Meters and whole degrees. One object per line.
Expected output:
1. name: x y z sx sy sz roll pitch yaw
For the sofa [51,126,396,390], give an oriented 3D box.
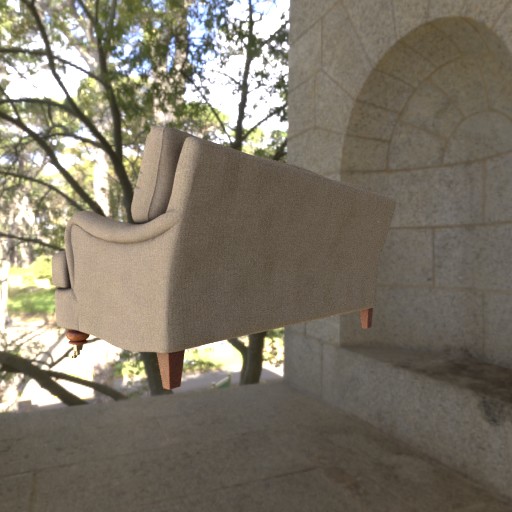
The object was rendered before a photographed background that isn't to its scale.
1. sofa: 0.000 0.000 2.809 1.069 1.096 2.193 0 0 37
